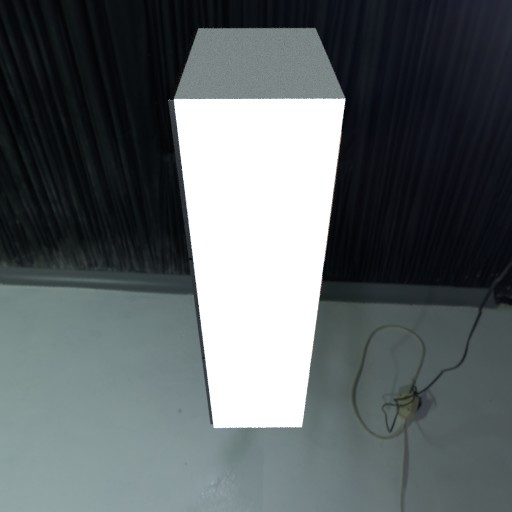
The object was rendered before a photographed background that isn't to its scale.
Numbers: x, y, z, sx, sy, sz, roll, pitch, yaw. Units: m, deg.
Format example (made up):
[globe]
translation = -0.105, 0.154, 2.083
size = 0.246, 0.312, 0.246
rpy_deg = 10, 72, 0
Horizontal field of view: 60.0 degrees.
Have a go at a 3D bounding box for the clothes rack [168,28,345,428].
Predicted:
[clothes rack]
translation = 0.000, 0.000, 1.390
size = 0.330, 1.187, 0.500
rpy_deg = 0, 41, 0
